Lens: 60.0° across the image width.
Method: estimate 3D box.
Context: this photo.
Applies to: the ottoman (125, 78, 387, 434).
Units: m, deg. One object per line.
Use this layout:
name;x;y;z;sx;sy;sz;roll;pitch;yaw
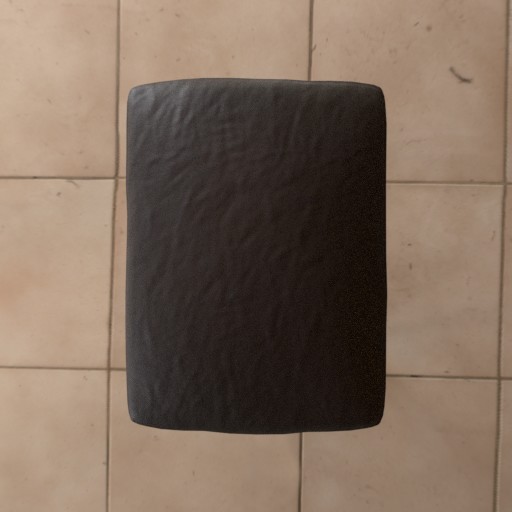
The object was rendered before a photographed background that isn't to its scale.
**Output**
ottoman;0.000;0.000;1.276;0.659;0.529;0.887;0;91;1
